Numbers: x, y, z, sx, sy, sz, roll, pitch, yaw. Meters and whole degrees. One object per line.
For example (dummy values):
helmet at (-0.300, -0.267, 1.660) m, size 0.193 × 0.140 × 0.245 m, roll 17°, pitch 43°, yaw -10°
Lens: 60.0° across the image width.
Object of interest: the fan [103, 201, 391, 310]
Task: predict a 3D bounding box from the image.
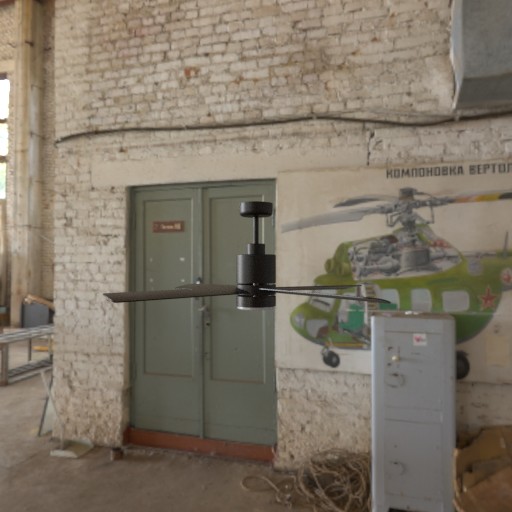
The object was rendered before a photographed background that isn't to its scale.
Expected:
fan at (0.000, 0.000, 2.259) m, size 1.525 × 0.534 × 1.525 m, roll 1°, pitch -2°, yaw -37°
